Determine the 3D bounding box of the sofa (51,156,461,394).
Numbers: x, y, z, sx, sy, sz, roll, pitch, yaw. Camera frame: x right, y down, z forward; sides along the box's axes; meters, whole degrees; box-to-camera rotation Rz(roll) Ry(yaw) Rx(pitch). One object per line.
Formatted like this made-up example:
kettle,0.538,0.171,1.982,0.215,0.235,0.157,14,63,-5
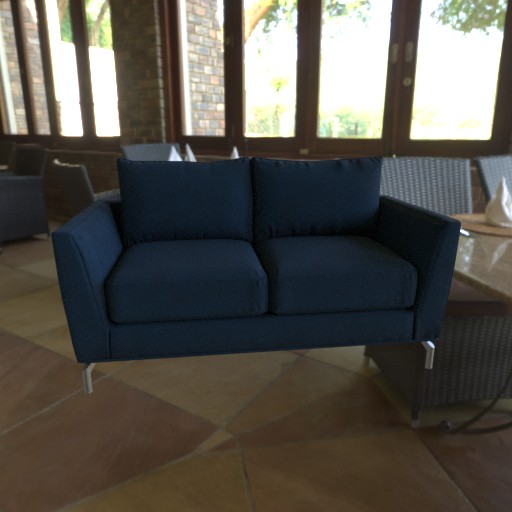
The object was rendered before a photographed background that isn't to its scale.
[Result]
sofa,0.000,0.000,2.341,1.770,1.002,0.853,-2,16,-7
